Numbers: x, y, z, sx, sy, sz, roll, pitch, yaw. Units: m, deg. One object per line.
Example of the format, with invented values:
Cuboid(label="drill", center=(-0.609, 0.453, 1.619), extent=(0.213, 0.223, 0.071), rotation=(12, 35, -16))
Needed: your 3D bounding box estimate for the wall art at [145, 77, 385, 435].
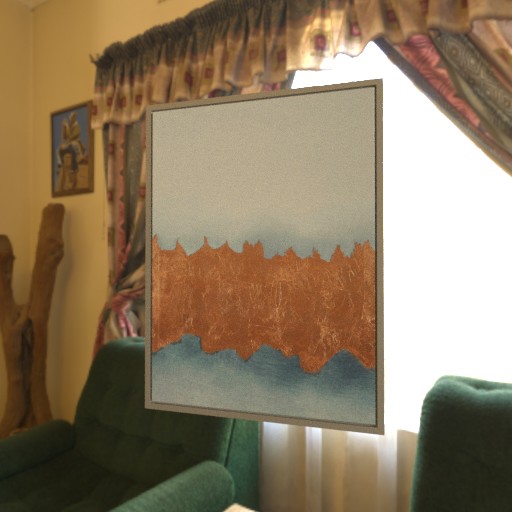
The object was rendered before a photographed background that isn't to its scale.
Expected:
Cuboid(label="wall art", center=(0.000, 0.000, 1.423), extent=(0.789, 1.042, 0.034), rotation=(0, -1, 17))
